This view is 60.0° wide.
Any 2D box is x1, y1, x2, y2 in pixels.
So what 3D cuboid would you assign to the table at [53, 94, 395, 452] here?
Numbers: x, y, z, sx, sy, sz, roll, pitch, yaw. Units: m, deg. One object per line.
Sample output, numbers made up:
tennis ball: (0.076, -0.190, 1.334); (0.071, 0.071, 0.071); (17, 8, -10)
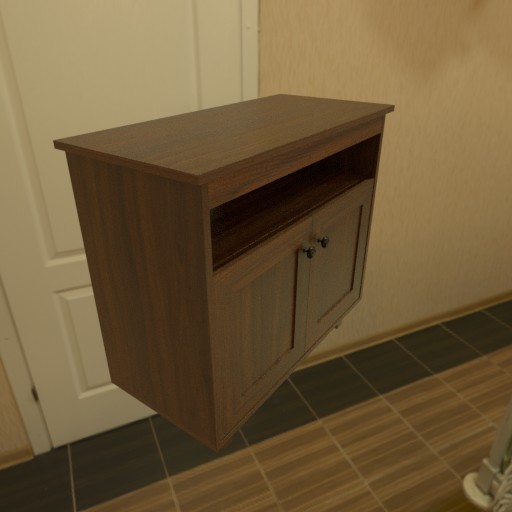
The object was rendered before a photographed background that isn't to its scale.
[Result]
table: (0.000, 0.000, 1.212); (0.390, 0.725, 0.802); (19, 33, 32)
